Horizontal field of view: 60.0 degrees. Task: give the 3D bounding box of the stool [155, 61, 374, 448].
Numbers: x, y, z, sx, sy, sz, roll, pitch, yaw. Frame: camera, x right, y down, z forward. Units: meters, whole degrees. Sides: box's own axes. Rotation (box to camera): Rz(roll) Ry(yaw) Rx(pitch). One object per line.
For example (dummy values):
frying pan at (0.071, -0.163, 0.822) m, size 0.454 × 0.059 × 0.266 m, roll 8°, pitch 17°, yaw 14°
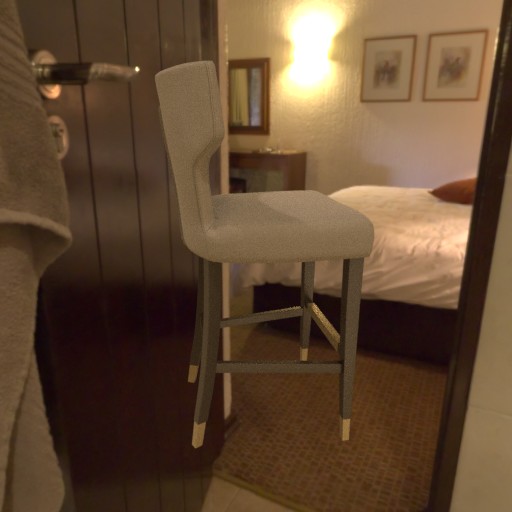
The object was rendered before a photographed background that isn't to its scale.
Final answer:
stool at (0.000, 0.000, 1.416) m, size 0.563 × 1.092 × 0.526 m, roll -3°, pitch 17°, yaw -10°
